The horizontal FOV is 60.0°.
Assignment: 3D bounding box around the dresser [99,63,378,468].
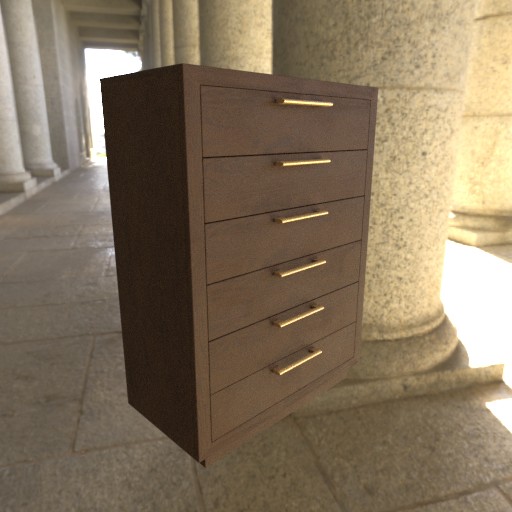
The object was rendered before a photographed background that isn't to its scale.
[{"bbox_3d":[0.000,0.000,1.807,0.964,1.320,0.516,-15,21,-42],"label":"dresser"}]
